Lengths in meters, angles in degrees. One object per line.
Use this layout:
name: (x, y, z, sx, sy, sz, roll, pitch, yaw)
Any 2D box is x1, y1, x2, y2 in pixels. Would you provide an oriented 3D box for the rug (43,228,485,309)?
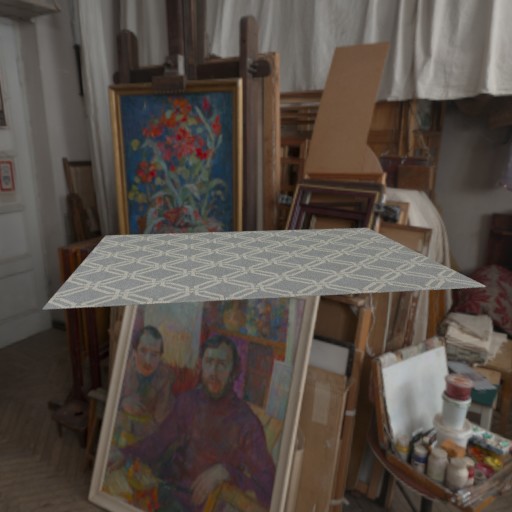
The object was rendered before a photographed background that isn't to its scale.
rug: (0.000, 0.000, 4.477, 3.353, 0.013, 2.438, -2, 15, -8)
